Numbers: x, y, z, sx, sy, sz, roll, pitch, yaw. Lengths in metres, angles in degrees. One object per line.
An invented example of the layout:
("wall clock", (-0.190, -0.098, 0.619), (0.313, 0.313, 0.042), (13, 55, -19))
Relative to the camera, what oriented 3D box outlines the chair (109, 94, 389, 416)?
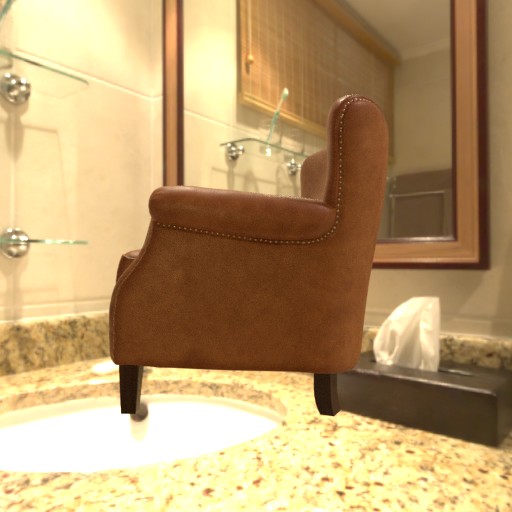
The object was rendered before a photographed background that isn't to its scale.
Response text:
("chair", (0.000, 0.000, 1.638), (0.921, 0.936, 0.861), (0, 0, 0))
